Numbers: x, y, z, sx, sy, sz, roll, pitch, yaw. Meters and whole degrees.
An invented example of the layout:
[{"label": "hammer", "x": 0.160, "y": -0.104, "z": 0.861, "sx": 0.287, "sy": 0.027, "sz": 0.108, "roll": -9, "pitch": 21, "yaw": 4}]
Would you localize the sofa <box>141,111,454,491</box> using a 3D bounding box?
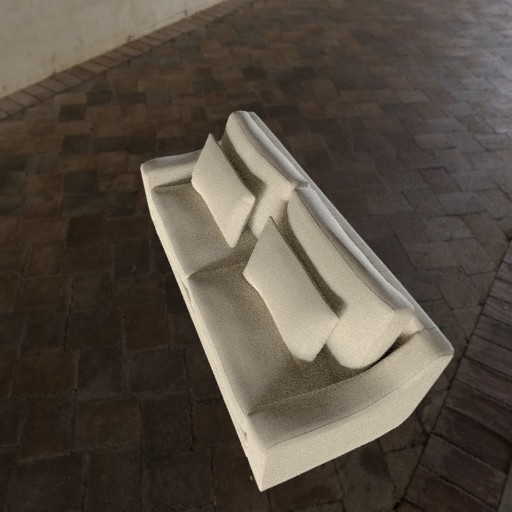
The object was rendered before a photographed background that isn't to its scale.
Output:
[{"label": "sofa", "x": 0.000, "y": 0.000, "z": 2.950, "sx": 1.009, "sy": 1.022, "sz": 2.470, "roll": -17, "pitch": 49, "yaw": -16}]
